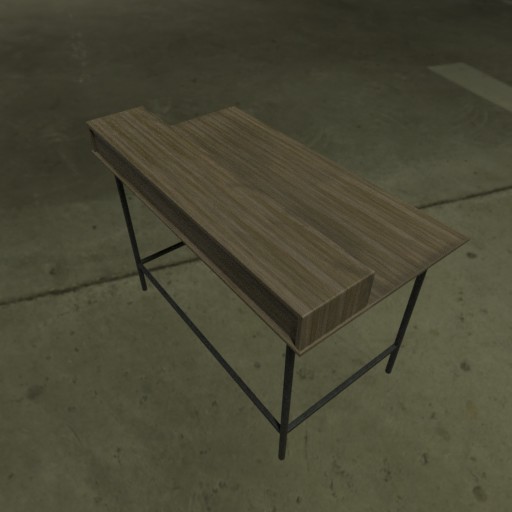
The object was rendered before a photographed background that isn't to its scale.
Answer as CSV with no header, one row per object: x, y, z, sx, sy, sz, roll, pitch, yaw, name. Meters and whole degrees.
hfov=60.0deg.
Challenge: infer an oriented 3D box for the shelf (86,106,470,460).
0.000,0.000,1.735,0.685,0.865,1.212,-27,48,-27,shelf
